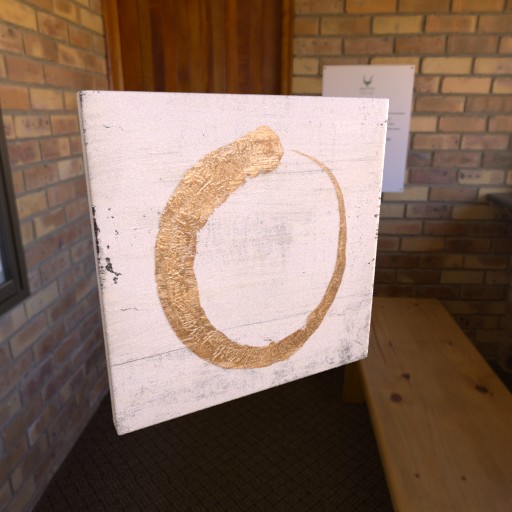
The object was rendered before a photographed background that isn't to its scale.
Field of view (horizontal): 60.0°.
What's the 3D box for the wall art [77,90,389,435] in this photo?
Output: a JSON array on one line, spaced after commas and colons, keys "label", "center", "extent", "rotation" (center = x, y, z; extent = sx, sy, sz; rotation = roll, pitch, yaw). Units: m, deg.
[{"label": "wall art", "center": [0.000, 0.000, 0.895], "extent": [0.610, 0.611, 0.040], "rotation": [-9, 20, -27]}]
